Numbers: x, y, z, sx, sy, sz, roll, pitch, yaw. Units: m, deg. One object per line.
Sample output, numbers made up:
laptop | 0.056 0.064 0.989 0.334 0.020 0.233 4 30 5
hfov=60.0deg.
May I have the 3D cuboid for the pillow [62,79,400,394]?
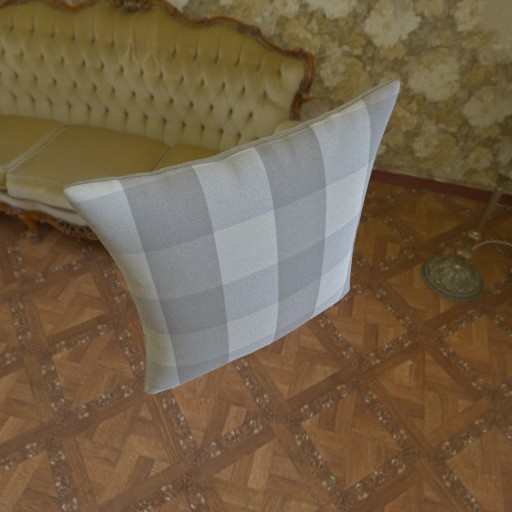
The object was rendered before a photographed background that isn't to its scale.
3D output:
pillow | 0.000 0.000 0.772 0.511 0.509 0.161 -24 52 -21
